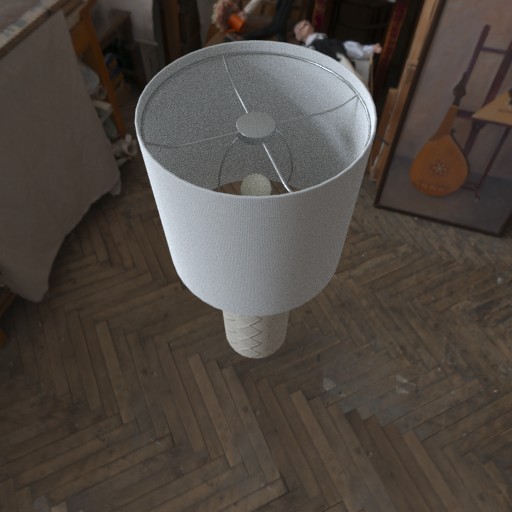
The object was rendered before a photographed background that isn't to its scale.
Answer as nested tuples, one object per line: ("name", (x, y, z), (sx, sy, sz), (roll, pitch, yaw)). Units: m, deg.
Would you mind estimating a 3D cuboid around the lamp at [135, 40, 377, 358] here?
("lamp", (0.000, 0.000, 0.573), (0.207, 0.461, 0.207), (-16, 58, -10))
